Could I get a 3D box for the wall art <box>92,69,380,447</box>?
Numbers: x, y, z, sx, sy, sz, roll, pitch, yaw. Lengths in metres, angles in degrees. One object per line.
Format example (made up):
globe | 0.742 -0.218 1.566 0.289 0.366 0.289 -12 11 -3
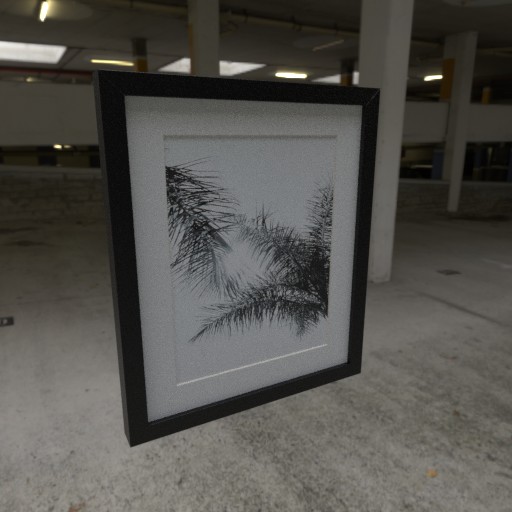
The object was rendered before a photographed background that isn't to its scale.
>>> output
wall art | 0.000 0.000 0.517 0.325 0.380 0.028 -8 17 -28
